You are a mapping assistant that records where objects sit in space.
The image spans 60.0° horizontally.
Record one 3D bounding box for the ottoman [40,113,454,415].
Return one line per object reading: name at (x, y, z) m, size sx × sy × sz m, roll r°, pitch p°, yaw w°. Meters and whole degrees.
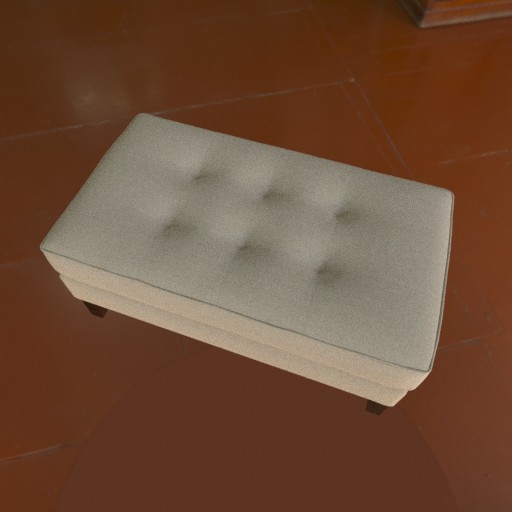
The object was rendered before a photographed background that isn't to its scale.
ottoman at (0.000, 0.000, 1.502) m, size 1.143 × 0.508 × 0.648 m, roll 17°, pitch 59°, yaw 10°
